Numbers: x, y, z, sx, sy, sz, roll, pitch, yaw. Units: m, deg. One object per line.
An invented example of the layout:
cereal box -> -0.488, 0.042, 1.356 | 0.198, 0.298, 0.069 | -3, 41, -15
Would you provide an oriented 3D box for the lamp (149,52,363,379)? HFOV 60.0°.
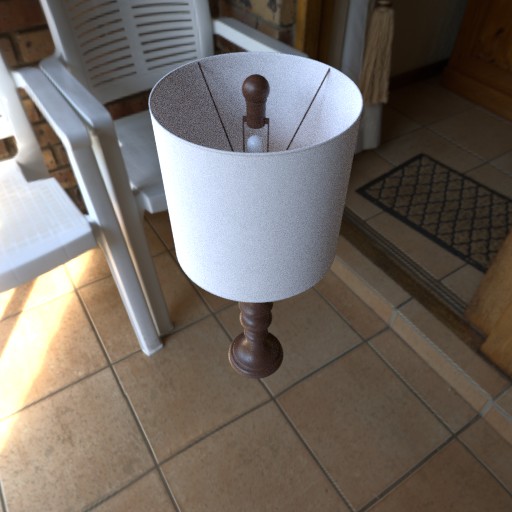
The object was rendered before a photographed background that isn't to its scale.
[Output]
lamp -> 0.000, 0.000, 0.723 | 0.250, 0.597, 0.250 | -30, 53, -26
